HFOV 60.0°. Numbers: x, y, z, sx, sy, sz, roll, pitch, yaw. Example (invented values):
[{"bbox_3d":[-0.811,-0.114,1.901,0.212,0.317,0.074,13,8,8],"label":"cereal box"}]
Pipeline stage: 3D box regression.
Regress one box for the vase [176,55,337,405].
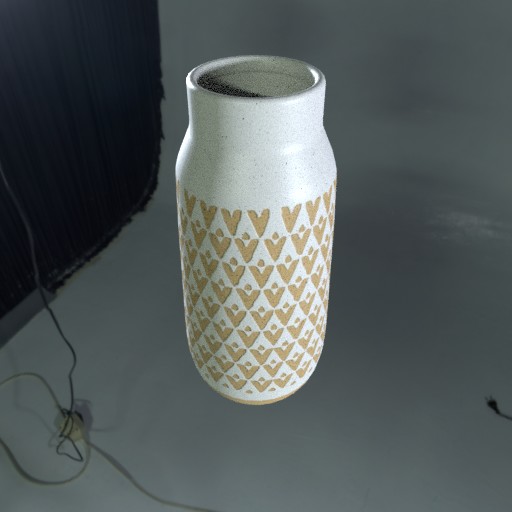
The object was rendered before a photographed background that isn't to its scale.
[{"bbox_3d":[0.000,0.000,0.386,0.137,0.307,0.137,0,40,0],"label":"vase"}]
